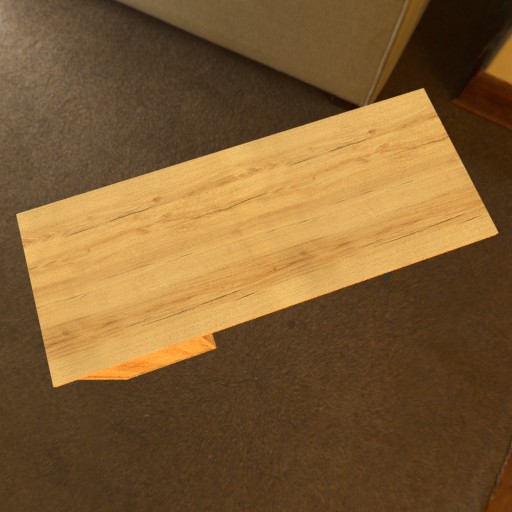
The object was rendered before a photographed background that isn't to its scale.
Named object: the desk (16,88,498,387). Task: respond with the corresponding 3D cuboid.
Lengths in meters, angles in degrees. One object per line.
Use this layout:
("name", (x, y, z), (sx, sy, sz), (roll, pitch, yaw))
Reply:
("desk", (0.000, 0.000, 1.748), (1.400, 0.760, 0.550), (-18, 75, -5))
